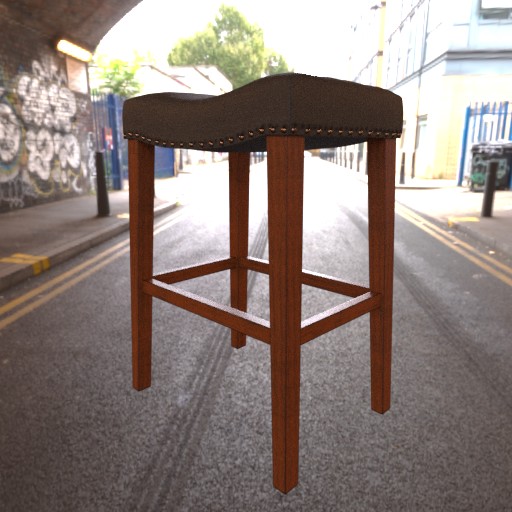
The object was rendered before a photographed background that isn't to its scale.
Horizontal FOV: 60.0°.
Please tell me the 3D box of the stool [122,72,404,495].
[{"bbox_3d":[0.000,0.000,0.853,0.439,0.612,0.320,13,19,43],"label":"stool"}]
